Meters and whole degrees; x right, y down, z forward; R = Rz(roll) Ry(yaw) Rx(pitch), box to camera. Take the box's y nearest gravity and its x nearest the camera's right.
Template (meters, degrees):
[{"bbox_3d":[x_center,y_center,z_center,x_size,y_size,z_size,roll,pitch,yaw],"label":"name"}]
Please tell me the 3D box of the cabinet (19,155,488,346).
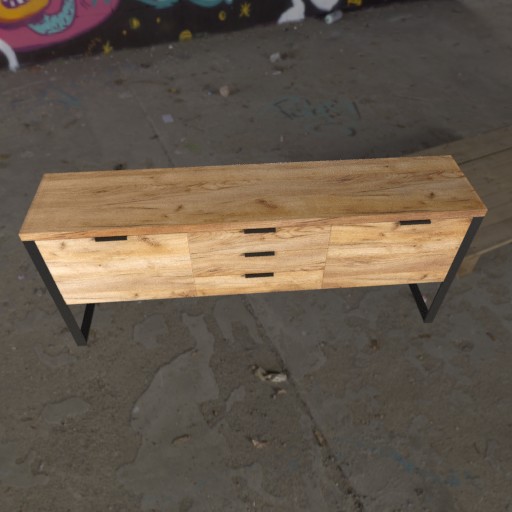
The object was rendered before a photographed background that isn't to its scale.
[{"bbox_3d":[0.000,0.000,2.097,1.800,0.762,0.395,-3,46,-3],"label":"cabinet"}]
